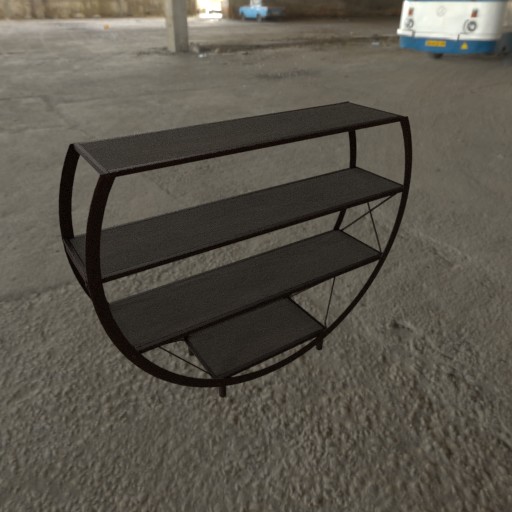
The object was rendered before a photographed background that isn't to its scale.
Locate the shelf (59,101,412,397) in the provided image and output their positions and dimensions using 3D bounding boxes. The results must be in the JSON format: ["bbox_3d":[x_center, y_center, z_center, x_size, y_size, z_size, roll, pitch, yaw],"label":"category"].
[{"bbox_3d":[0.000,0.000,1.863,1.403,1.063,0.344,-18,35,-28],"label":"shelf"}]
